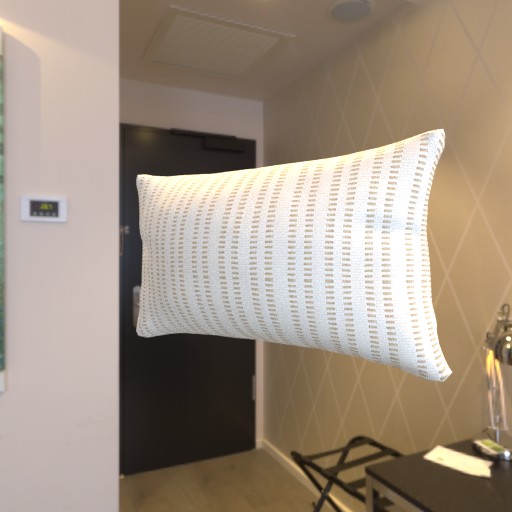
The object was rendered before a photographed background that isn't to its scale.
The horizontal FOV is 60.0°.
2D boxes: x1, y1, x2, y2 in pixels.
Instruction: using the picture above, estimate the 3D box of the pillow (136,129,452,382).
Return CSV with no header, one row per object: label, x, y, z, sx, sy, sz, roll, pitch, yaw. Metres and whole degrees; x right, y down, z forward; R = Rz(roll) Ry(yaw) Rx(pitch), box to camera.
pillow,0.000,0.000,0.786,0.640,0.353,0.210,0,0,34
